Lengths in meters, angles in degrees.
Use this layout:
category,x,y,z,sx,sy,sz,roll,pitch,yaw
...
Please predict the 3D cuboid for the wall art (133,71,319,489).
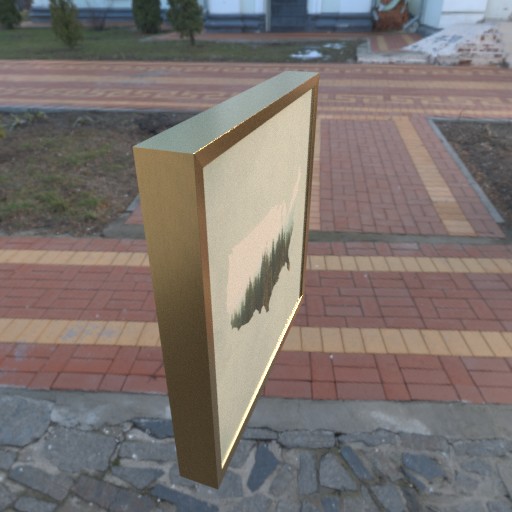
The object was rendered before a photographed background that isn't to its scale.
category,x,y,z,sx,sy,sz,roll,pitch,yaw
wall art,0.000,0.000,0.444,0.038,0.304,0.304,10,32,17
